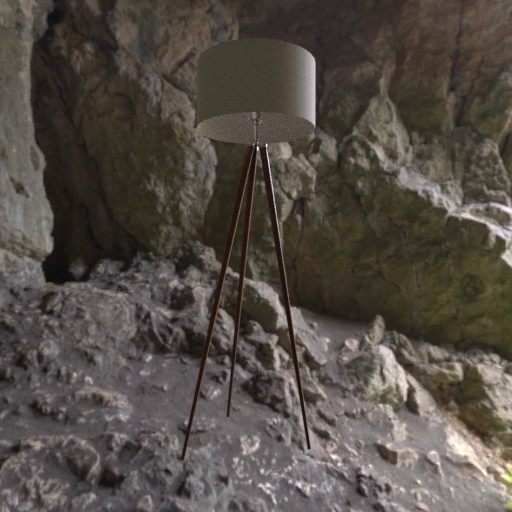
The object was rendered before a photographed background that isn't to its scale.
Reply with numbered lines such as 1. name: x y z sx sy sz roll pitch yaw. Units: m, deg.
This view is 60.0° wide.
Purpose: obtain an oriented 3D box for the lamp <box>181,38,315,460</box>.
1. lamp: 0.000 0.000 1.826 0.483 1.553 0.483 0 1 18
